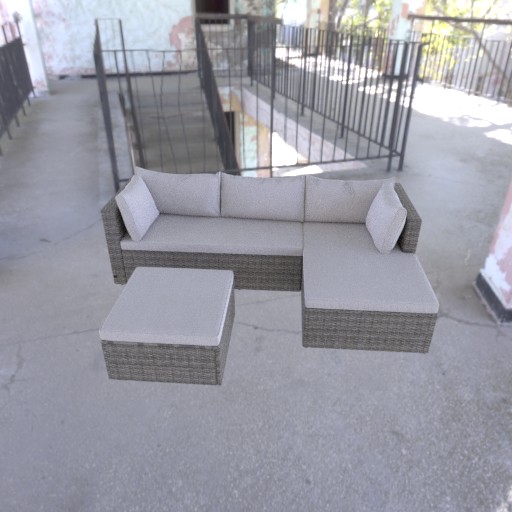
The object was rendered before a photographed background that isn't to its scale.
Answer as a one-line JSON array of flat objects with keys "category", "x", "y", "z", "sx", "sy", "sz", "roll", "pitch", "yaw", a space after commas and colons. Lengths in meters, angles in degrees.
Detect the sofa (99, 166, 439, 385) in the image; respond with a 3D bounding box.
[{"category": "sofa", "x": 0.000, "y": 0.000, "z": 3.012, "sx": 2.192, "sy": 0.766, "sz": 1.662, "roll": 2, "pitch": 30, "yaw": 4}]
